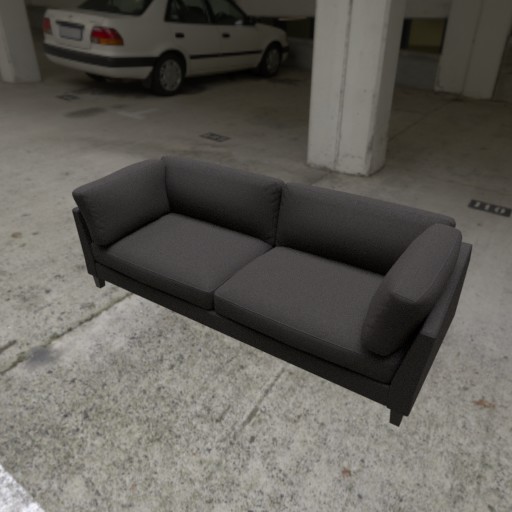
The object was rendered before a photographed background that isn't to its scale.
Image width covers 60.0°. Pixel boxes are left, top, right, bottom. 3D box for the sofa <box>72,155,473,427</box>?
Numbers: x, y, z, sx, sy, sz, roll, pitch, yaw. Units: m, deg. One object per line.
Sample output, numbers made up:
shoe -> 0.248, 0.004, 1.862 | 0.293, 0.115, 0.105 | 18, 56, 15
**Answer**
sofa -> 0.000, 0.000, 2.737 | 2.312, 0.792, 0.969 | 18, 34, 29
